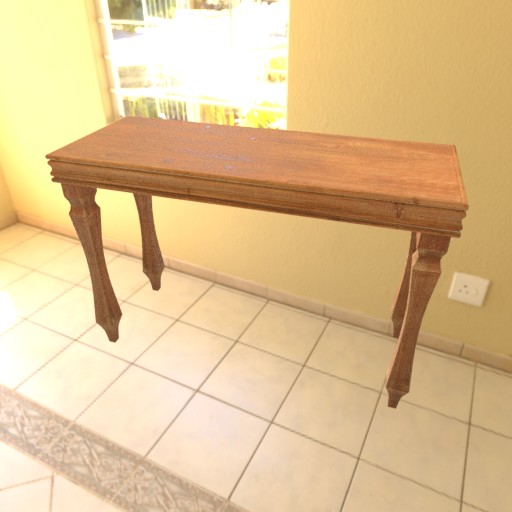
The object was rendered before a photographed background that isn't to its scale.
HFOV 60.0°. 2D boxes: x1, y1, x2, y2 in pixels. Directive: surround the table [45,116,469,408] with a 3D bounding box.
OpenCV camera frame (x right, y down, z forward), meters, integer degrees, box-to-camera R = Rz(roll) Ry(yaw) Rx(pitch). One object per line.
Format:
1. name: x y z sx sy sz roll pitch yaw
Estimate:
1. table: 0.000 0.000 1.770 1.330 0.873 0.522 9 33 14
